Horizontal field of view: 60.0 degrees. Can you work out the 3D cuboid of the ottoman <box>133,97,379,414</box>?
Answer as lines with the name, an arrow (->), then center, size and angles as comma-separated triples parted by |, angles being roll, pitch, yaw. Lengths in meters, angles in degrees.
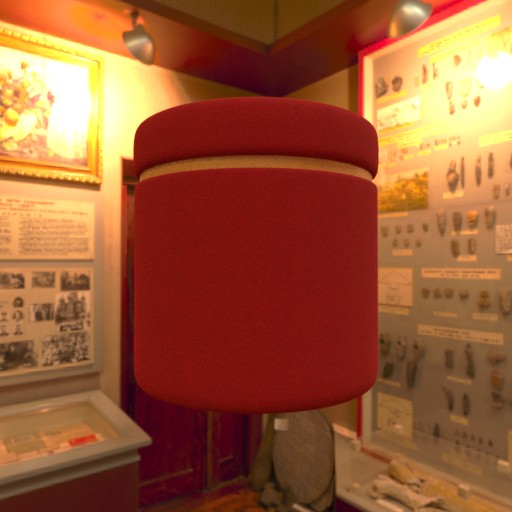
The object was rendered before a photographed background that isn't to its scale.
ottoman -> 0.000, 0.000, 0.747 | 0.400, 0.406, 0.400 | 0, -1, 0
